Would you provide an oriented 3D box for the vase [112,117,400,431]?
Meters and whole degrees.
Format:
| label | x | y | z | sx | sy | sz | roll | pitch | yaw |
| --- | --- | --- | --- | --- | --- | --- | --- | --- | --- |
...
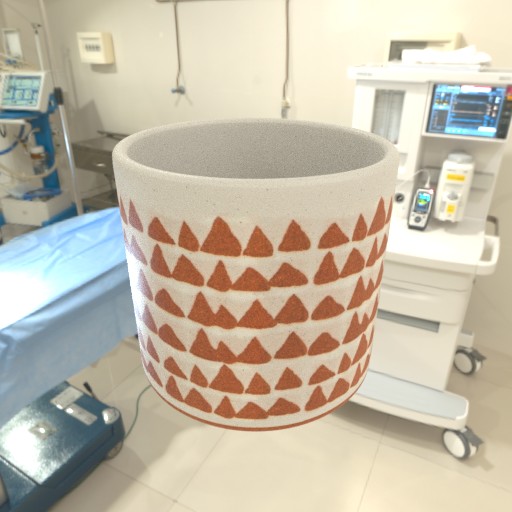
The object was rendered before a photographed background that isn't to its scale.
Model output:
| label | x | y | z | sx | sy | sz | roll | pitch | yaw |
| --- | --- | --- | --- | --- | --- | --- | --- | --- | --- |
| vase | 0.000 | 0.000 | 0.246 | 0.137 | 0.127 | 0.137 | 0 | 27 | 0 |
